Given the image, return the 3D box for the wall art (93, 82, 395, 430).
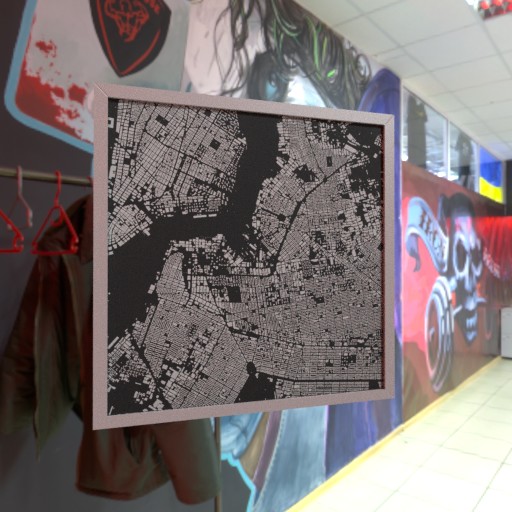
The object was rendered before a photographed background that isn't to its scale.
[{"bbox_3d":[0.000,0.000,0.736,0.506,0.506,0.038,0,0,-17],"label":"wall art"}]
